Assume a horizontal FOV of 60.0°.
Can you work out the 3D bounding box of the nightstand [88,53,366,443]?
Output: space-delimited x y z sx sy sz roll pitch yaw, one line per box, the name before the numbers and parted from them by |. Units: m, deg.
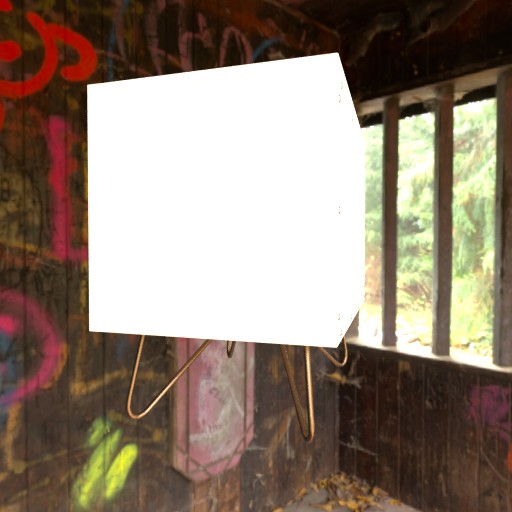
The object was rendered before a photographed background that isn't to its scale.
nightstand | 0.000 0.000 1.007 0.447 0.604 0.614 0 1 17
